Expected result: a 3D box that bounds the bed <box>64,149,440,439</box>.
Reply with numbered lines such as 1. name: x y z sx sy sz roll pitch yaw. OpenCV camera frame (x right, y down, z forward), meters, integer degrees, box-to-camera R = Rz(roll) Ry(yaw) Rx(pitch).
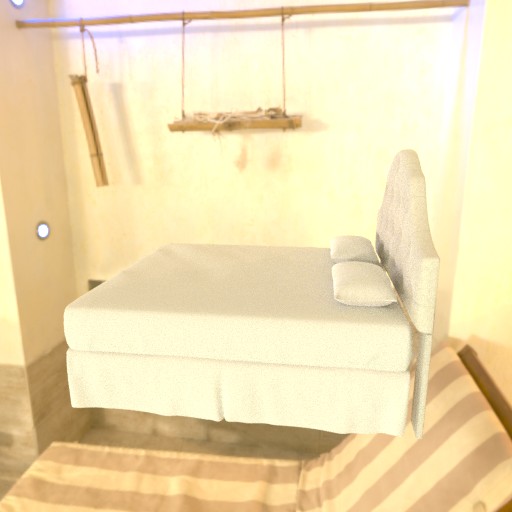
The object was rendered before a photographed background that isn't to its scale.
1. bed: 0.000 0.000 3.441 2.214 1.615 2.008 2 14 8
